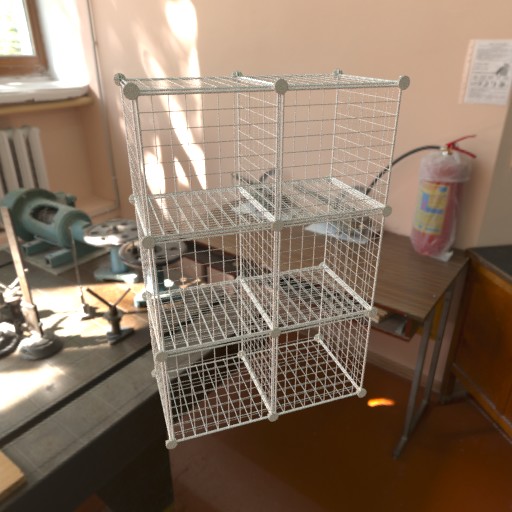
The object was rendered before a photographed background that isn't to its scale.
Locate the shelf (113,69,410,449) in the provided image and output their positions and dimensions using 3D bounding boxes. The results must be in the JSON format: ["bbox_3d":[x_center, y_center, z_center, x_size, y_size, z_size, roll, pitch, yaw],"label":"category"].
[{"bbox_3d":[0.000,0.000,1.404,0.711,1.067,0.356,-9,27,-17],"label":"shelf"}]
